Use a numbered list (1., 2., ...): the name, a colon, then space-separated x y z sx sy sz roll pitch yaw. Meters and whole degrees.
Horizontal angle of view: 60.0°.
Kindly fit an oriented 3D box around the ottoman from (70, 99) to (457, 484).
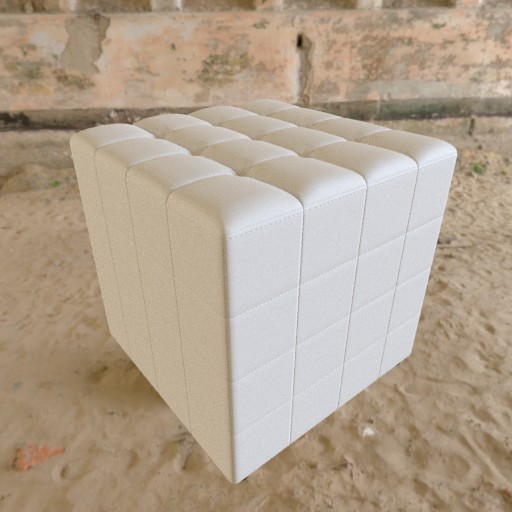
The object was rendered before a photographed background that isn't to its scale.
1. ottoman: 0.000 0.000 0.773 0.425 0.432 0.425 -22 37 -33
